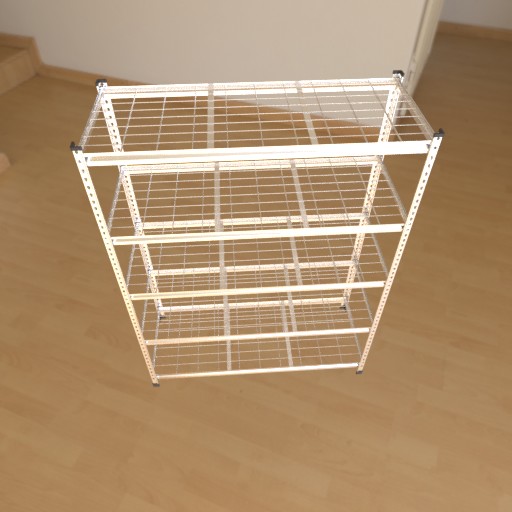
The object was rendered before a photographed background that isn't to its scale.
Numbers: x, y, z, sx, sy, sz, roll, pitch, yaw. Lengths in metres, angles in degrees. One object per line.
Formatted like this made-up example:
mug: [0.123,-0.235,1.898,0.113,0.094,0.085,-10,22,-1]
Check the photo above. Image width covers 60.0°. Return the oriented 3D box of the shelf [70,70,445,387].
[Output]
shelf: [0.000,0.000,2.713,1.524,1.981,0.610,-3,46,-3]
